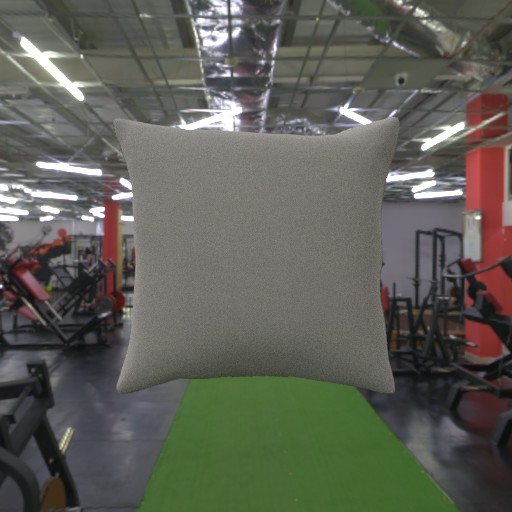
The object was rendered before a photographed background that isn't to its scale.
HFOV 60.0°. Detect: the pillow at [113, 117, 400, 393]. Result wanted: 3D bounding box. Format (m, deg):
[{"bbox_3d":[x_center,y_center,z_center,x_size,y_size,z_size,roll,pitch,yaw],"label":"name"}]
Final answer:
[{"bbox_3d":[0.000,0.000,0.644,0.416,0.401,0.173,0,0,0],"label":"pillow"}]
